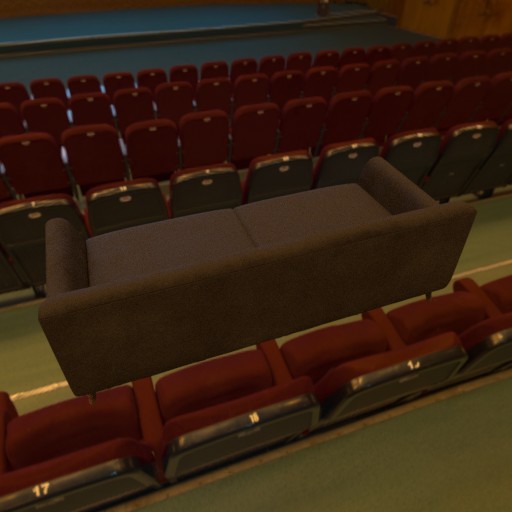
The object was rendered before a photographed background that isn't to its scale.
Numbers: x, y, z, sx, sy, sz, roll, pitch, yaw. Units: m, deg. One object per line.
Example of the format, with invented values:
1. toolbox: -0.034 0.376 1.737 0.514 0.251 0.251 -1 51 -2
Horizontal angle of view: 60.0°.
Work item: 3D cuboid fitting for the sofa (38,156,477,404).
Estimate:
1. sofa: 0.000 0.000 2.584 2.190 0.740 0.900 -14 42 -16
